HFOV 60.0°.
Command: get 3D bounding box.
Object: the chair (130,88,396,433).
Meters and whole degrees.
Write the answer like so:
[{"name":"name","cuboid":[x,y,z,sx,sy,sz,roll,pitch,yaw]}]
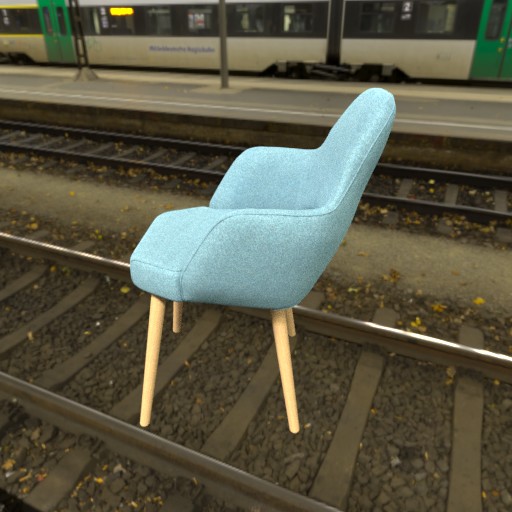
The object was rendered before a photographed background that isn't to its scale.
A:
[{"name":"chair","cuboid":[0.000,0.000,1.294,0.666,0.920,0.589,1,28,3]}]
